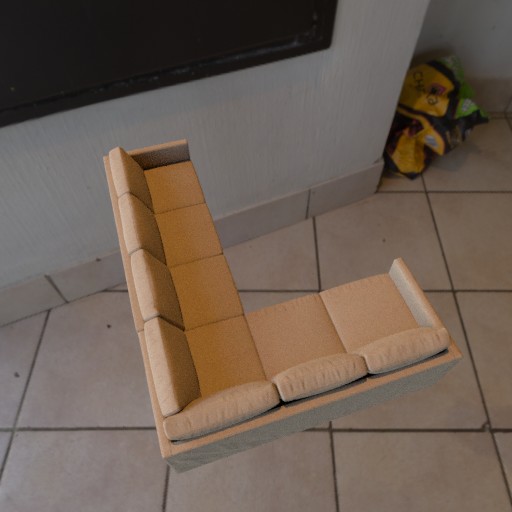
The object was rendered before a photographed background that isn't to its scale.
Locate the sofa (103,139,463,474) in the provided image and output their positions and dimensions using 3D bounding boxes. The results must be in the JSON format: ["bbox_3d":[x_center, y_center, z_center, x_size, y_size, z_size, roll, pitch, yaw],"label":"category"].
[{"bbox_3d":[0.000,0.000,4.329,2.432,0.871,3.182,-15,57,-10],"label":"sofa"}]
